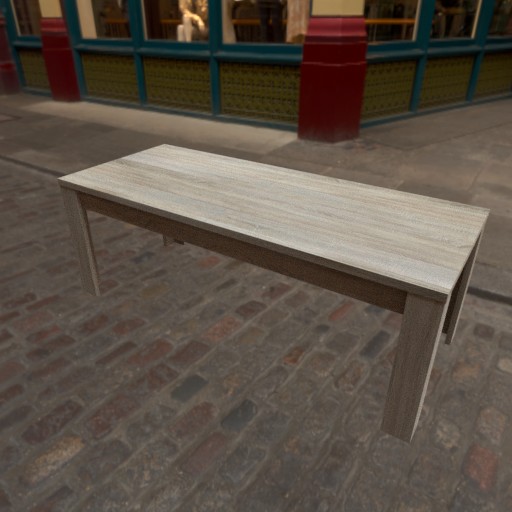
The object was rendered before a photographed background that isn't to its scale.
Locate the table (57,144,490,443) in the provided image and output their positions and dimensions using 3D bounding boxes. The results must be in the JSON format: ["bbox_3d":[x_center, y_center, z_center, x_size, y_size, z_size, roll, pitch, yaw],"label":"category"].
[{"bbox_3d":[0.000,0.000,2.599,2.200,0.790,0.900,18,34,29],"label":"table"}]
